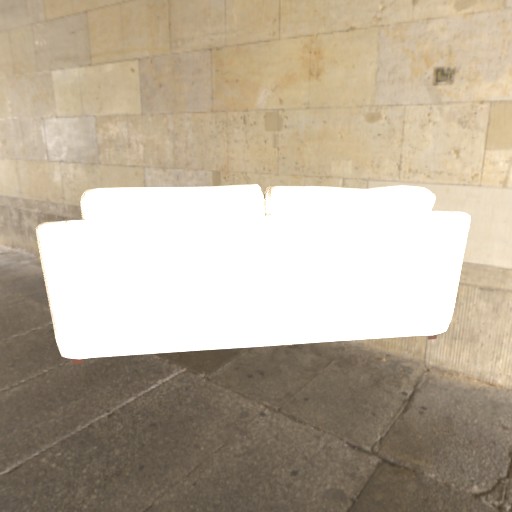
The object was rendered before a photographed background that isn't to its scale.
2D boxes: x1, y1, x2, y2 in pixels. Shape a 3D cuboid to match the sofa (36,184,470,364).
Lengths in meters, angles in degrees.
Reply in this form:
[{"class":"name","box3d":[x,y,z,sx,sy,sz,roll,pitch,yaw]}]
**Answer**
[{"class":"sofa","box3d":[0.000,0.000,3.027,2.470,1.022,1.009,-2,15,-8]}]
